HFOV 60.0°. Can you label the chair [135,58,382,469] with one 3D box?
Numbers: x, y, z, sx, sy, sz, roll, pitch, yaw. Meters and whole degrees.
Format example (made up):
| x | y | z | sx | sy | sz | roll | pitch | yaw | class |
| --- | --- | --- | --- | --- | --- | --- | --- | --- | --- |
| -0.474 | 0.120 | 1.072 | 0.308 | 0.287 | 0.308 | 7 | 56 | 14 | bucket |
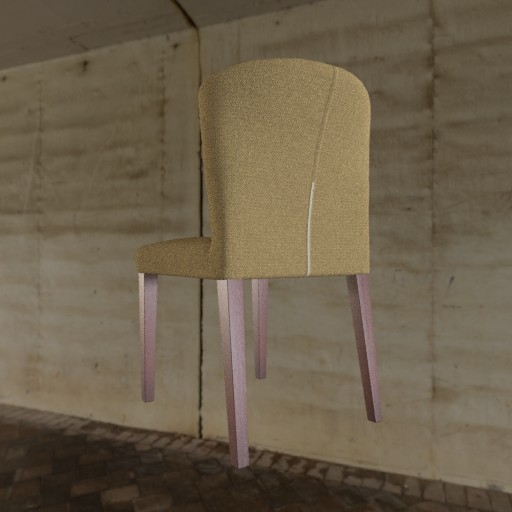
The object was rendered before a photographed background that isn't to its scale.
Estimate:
| x | y | z | sx | sy | sz | roll | pitch | yaw | class |
| --- | --- | --- | --- | --- | --- | --- | --- | --- | --- |
| 0.000 | 0.000 | 1.197 | 0.491 | 0.839 | 0.589 | 0 | 0 | -36 | chair |
